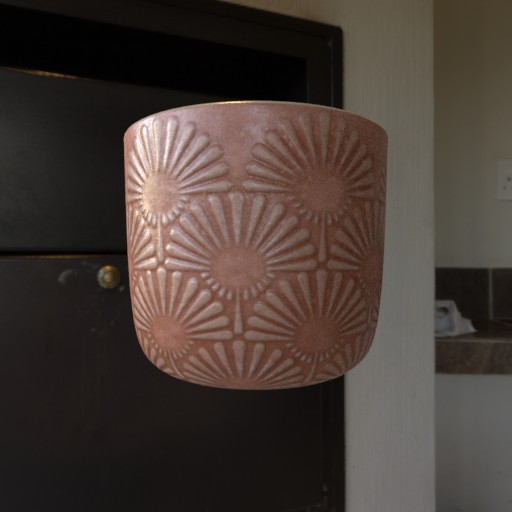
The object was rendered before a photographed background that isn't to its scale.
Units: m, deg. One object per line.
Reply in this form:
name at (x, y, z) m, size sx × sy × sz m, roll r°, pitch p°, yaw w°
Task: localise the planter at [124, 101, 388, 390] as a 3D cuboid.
planter at (0.000, 0.000, 0.216) m, size 0.124 × 0.109 × 0.124 m, roll 0°, pitch 0°, yaw 0°
